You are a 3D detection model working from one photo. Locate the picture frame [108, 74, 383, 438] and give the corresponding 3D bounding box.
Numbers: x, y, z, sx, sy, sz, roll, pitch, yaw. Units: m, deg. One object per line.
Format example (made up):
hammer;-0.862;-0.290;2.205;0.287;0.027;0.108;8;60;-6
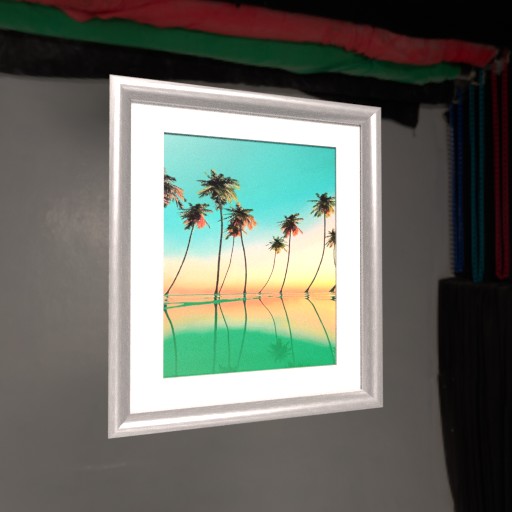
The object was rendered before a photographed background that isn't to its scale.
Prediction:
picture frame;0.000;0.000;0.520;0.327;0.378;0.027;0;-1;-18
